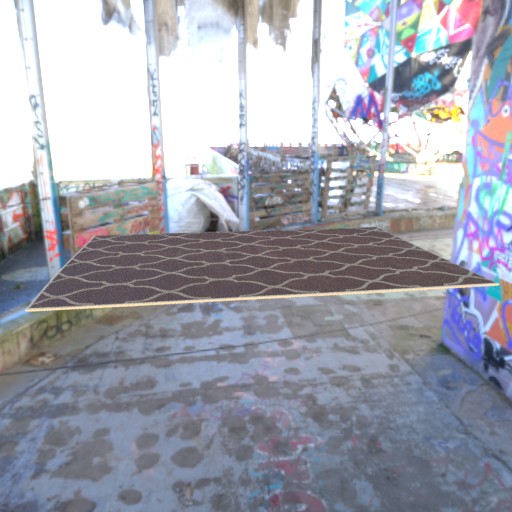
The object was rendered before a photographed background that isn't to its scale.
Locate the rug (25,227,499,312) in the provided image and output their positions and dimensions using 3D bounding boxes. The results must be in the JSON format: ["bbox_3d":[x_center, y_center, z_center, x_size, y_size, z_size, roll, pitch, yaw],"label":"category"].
[{"bbox_3d":[0.000,0.000,2.821,2.294,0.014,1.528,-2,15,-9],"label":"rug"}]
